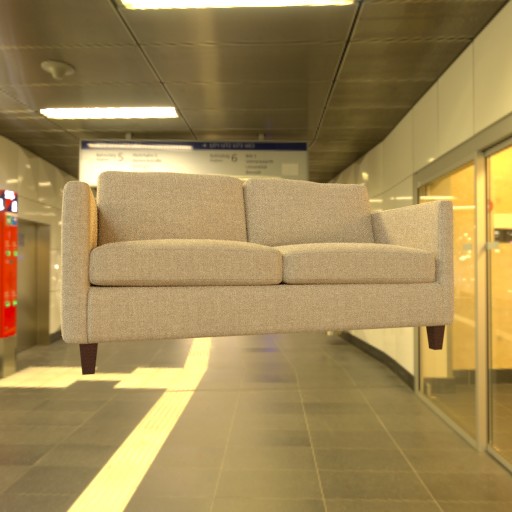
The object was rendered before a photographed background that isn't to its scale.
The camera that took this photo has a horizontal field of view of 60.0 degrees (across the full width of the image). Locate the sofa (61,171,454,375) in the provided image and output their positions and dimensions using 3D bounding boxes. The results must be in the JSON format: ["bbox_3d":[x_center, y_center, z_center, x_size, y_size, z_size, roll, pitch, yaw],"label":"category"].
[{"bbox_3d":[0.000,0.000,2.421,1.884,0.963,0.950,0,-1,-18],"label":"sofa"}]
